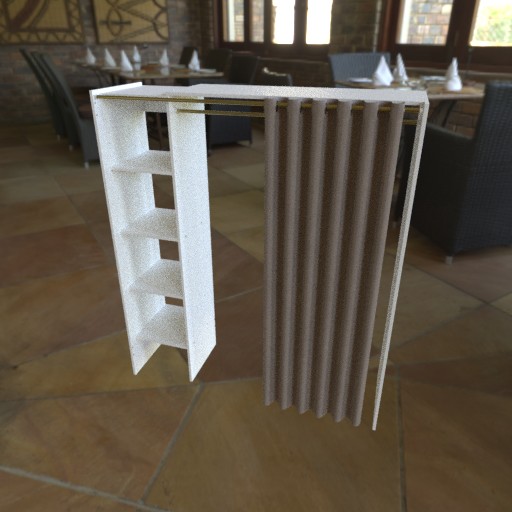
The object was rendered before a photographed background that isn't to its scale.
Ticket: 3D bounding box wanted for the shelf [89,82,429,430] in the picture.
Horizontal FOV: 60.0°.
[{"bbox_3d":[0.000,0.000,2.590,1.600,1.820,0.500,8,27,16],"label":"shelf"}]
